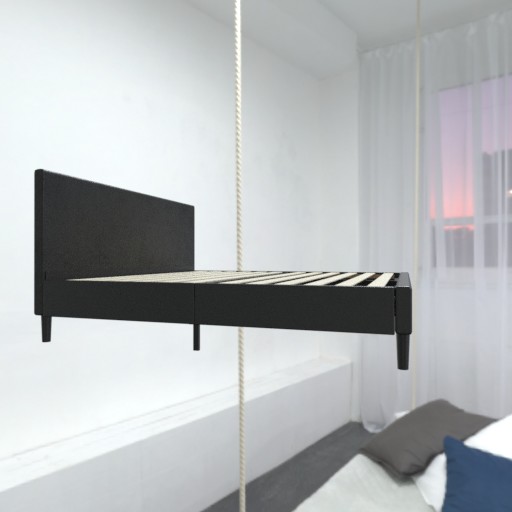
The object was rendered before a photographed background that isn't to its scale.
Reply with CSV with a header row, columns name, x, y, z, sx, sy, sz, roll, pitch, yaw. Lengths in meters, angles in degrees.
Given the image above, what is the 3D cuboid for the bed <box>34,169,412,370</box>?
name,x,y,z,sx,sy,sz,roll,pitch,yaw
bed,0.000,0.000,3.280,2.152,1.046,2.018,0,0,19
